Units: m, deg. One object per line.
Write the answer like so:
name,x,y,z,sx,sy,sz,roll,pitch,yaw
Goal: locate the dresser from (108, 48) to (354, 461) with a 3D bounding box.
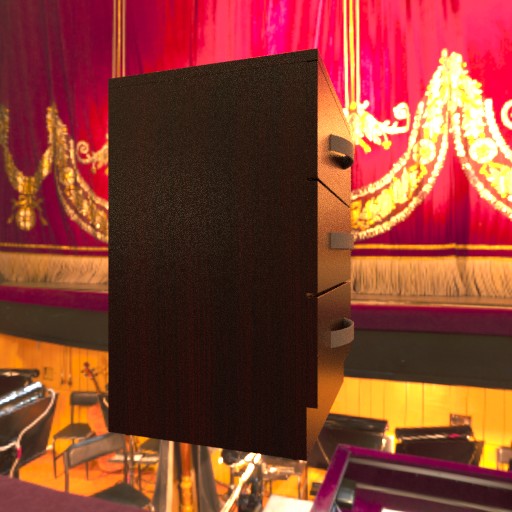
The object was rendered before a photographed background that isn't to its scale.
dresser,0.000,0.000,0.834,0.360,0.560,0.400,0,0,18
